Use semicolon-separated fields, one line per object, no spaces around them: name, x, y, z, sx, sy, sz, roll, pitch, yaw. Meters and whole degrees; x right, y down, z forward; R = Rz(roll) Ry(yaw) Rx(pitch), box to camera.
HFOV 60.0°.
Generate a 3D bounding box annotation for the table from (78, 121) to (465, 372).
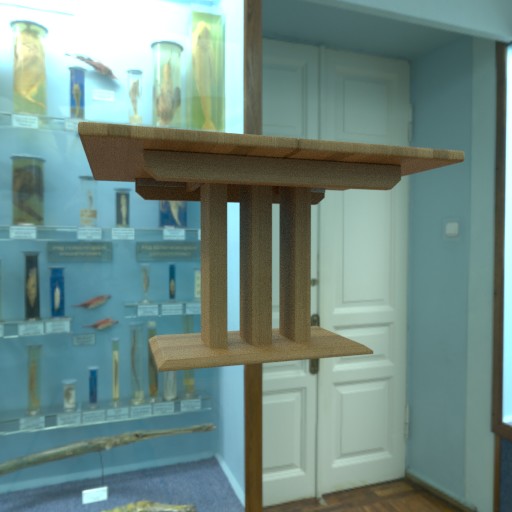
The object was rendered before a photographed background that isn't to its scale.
table;0.000;0.000;1.838;1.300;0.770;0.900;0;1;-17
